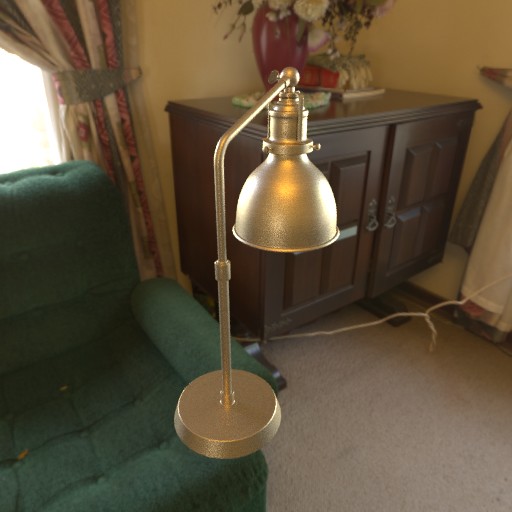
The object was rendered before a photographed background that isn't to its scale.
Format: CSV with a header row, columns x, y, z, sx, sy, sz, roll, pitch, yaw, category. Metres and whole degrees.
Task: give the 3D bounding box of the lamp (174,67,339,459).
x,y,z,sx,sy,sz,roll,pitch,yaw,category
0.000,0.000,0.587,0.153,0.456,0.286,19,31,33,lamp
